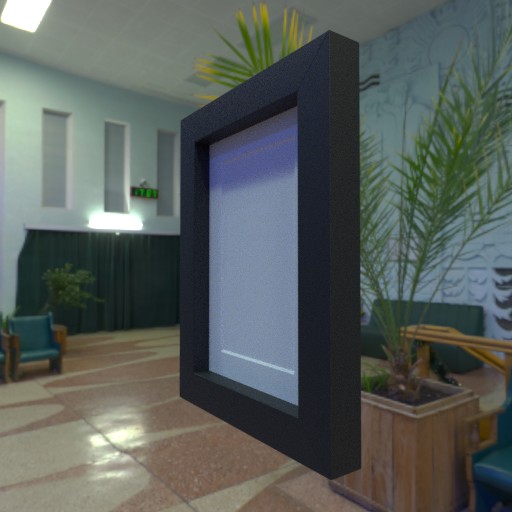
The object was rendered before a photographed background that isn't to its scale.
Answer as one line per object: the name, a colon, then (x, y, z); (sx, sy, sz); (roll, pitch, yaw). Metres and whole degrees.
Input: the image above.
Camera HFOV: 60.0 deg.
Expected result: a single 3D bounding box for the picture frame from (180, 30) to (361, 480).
picture frame: (0.000, 0.000, 0.276); (0.028, 0.208, 0.157); (1, -2, -35)
